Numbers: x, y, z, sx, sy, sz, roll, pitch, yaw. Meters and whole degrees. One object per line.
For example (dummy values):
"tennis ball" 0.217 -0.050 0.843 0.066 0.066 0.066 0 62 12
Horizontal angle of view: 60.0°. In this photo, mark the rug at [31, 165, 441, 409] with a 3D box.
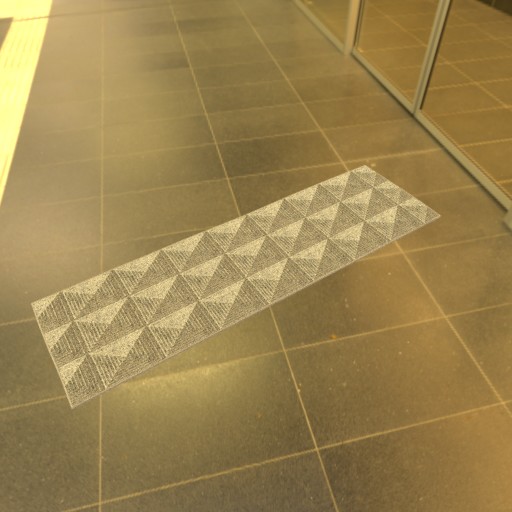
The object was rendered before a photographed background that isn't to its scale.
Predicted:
"rug" 0.000 0.000 2.372 2.182 0.015 0.645 -25 50 -23
